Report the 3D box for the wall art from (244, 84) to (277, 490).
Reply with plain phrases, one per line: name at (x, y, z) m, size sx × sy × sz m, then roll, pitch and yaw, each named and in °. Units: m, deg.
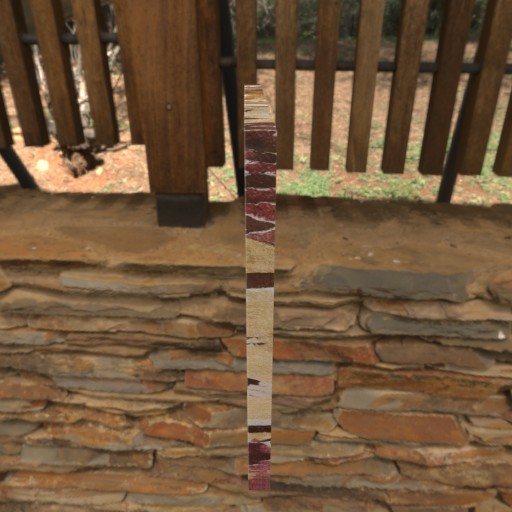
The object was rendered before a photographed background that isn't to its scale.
wall art at (0.000, 0.000, 0.914) m, size 0.041 × 0.613 × 0.609 m, roll -1°, pitch 26°, yaw -1°
